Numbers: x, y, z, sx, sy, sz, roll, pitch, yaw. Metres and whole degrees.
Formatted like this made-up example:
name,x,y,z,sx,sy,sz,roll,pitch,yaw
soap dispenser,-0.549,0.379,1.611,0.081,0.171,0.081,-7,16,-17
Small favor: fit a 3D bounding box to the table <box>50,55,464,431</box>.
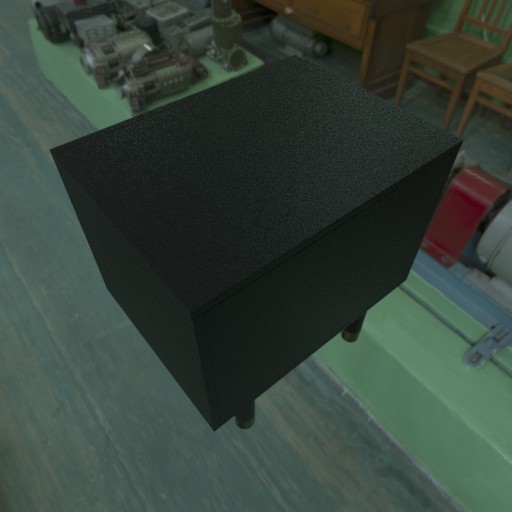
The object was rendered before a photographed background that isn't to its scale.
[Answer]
name,x,y,z,sx,sy,sz,roll,pitch,yaw
table,0.000,0.000,0.975,0.564,0.584,0.441,-32,56,-25
